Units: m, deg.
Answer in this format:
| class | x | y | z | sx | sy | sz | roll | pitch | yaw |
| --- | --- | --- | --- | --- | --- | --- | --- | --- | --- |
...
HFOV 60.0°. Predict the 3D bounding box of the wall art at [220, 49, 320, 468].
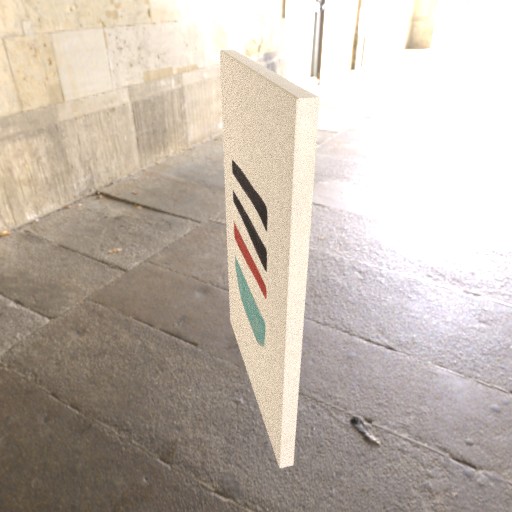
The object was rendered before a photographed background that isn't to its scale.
| class | x | y | z | sx | sy | sz | roll | pitch | yaw |
| --- | --- | --- | --- | --- | --- | --- | --- | --- | --- |
| wall art | 0.000 | 0.000 | 1.152 | 0.038 | 0.912 | 0.607 | -8 | 32 | -13 |
